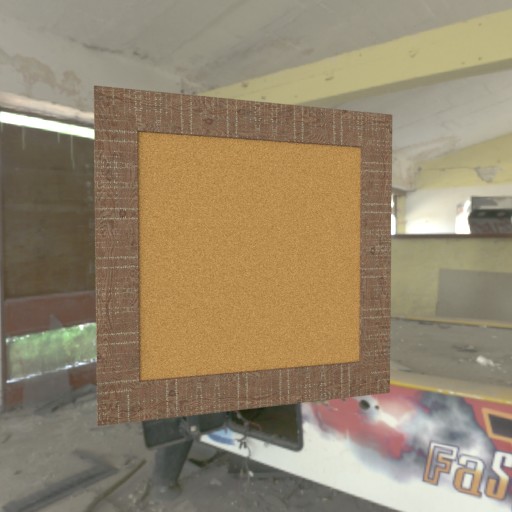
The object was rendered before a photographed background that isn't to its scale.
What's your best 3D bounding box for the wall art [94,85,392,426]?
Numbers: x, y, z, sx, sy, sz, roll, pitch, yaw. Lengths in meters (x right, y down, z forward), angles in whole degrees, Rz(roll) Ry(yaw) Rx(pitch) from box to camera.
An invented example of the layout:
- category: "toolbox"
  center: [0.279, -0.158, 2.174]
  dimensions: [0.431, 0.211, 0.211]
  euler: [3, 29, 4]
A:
- category: "wall art"
  center: [0.000, 0.000, 0.782]
  dimensions: [0.531, 0.531, 0.029]
  euler: [-1, 2, -17]
